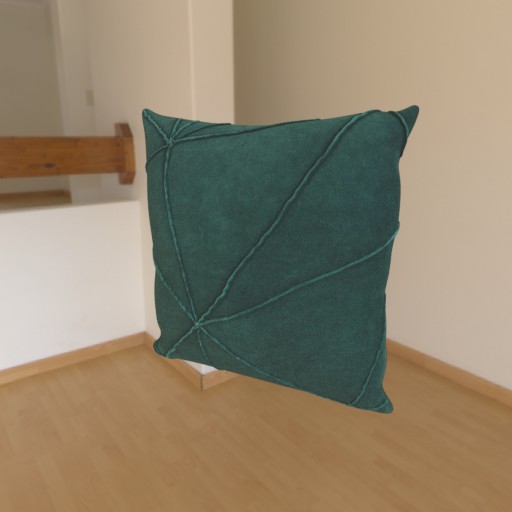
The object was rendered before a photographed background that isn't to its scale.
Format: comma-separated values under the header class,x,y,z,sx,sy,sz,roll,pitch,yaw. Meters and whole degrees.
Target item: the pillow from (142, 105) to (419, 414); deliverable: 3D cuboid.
class,x,y,z,sx,sy,sz,roll,pitch,yaw
pillow,0.000,0.000,0.679,0.439,0.440,0.184,8,17,26
